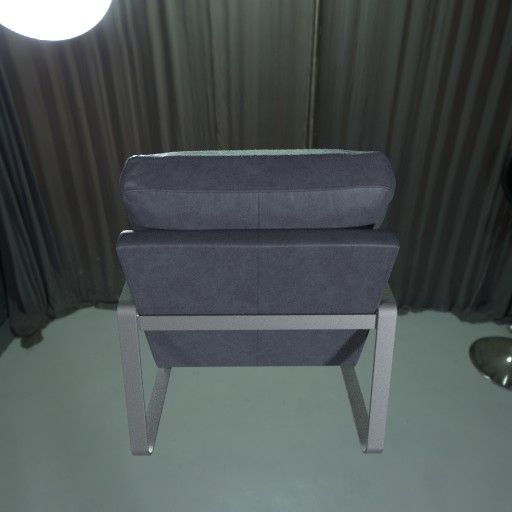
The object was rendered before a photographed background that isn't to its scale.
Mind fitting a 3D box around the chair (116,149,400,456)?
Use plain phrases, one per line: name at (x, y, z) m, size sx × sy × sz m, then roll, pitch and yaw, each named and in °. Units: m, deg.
chair at (0.000, 0.000, 1.421) m, size 0.692 × 0.839 × 0.878 m, roll 0°, pitch 29°, yaw -1°
